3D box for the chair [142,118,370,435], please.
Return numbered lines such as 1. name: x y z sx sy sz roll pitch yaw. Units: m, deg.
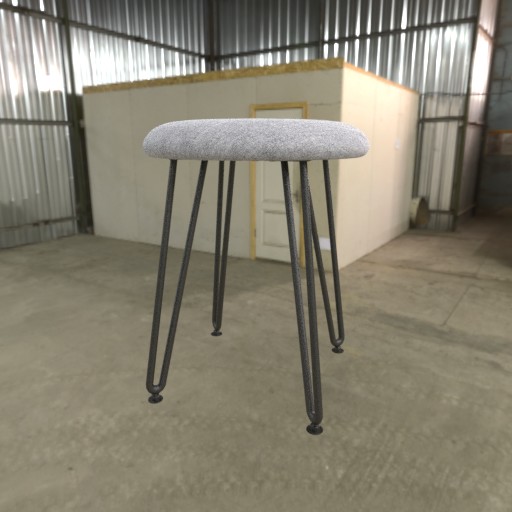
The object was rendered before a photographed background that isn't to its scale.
1. chair: 0.000 0.000 0.660 0.350 0.386 0.350 -8 17 -27
